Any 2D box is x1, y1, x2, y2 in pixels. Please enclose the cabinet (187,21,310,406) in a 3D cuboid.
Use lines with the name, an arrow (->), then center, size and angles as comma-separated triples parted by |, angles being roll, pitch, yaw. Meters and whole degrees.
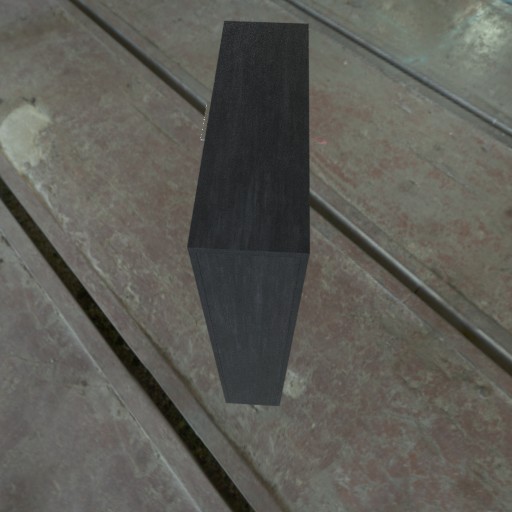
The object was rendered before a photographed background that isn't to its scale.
cabinet -> 0.000, 0.000, 1.588 | 0.250, 1.280, 0.750 | 3, 59, 2
